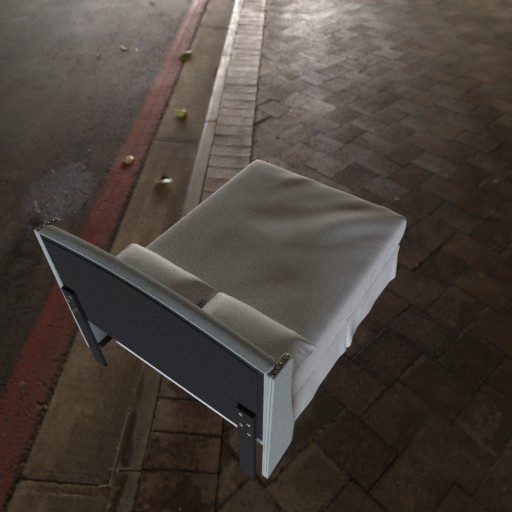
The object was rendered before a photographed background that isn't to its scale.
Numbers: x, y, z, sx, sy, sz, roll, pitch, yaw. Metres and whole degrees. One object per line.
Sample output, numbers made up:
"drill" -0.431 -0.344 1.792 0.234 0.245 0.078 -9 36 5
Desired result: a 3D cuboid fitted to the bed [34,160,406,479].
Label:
"bed" 0.000 0.000 3.346 1.710 1.407 2.237 27 51 24
